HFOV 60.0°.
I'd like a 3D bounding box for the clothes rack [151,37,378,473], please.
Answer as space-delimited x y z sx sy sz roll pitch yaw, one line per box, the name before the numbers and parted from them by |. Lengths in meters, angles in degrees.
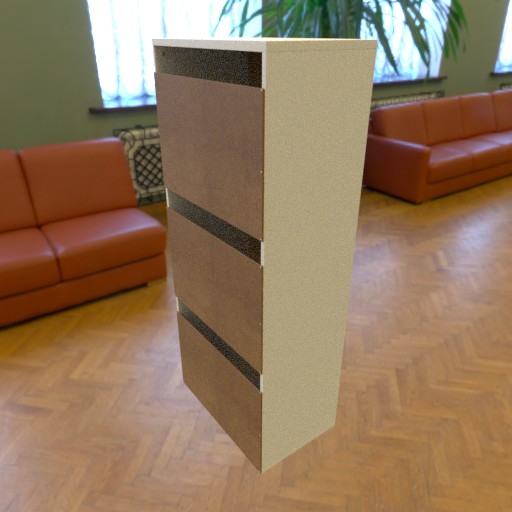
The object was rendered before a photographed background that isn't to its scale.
clothes rack | 0.000 0.000 1.348 0.331 1.187 0.500 -18 32 -32
